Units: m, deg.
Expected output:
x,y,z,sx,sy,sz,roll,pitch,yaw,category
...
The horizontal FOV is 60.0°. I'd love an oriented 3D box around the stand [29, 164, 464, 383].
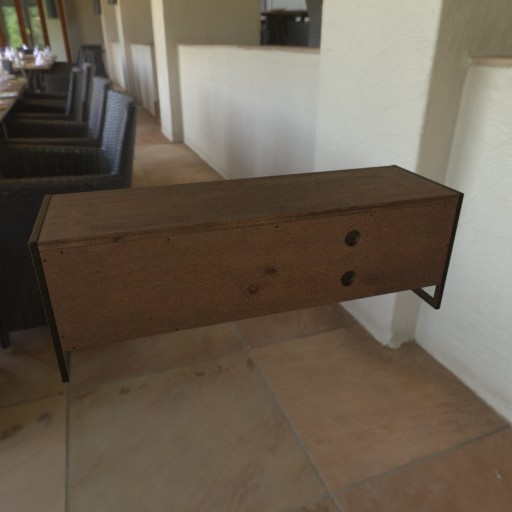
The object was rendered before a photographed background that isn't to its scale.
x,y,z,sx,sy,sz,roll,pitch,yaw,category
0.000,0.000,1.744,1.480,0.506,0.454,-8,27,-16,stand
